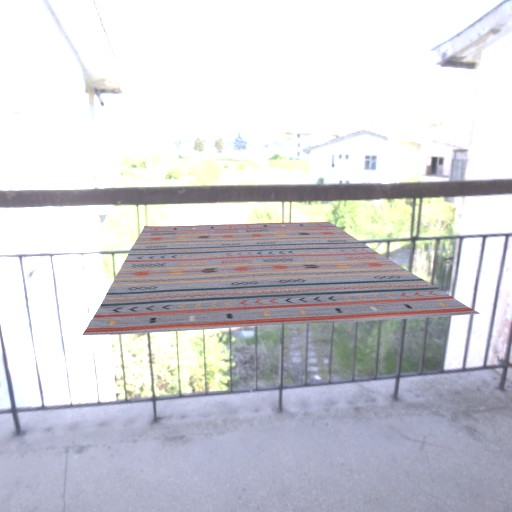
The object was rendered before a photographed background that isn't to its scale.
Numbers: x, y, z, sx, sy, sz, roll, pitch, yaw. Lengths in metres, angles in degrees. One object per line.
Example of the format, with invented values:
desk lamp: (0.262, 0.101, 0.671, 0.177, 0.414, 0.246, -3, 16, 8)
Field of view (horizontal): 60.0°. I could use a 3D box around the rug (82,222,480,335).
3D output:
rug: (0.000, 0.000, 3.913, 2.263, 0.022, 3.029, -2, 15, -7)
